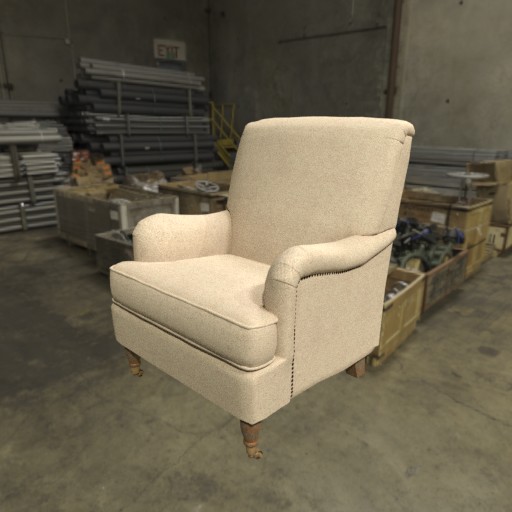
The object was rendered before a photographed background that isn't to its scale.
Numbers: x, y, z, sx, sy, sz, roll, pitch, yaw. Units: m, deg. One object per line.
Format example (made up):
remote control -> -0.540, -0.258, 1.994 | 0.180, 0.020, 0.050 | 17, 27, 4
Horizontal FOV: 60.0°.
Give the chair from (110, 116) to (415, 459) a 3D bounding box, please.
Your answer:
chair -> 0.000, 0.000, 1.853 | 0.879, 1.119, 0.953 | 15, 23, 41
